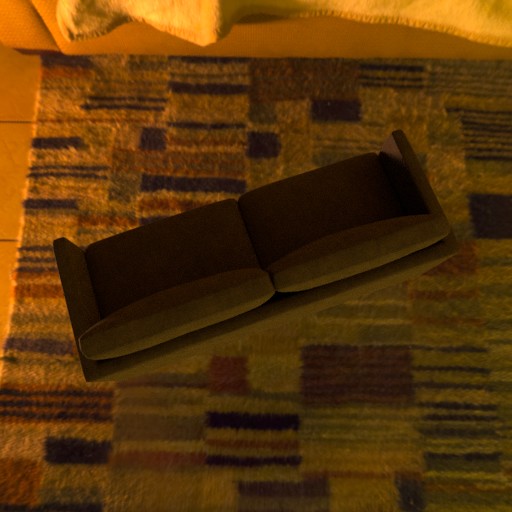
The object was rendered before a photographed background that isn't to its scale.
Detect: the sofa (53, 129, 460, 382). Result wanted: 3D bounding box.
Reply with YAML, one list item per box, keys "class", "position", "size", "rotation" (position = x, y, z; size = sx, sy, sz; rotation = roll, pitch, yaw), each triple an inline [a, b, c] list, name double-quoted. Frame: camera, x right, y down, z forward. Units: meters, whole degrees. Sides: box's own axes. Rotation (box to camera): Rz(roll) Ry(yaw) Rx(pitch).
- class: "sofa"
  position: [0.000, 0.000, 3.037]
  size: [2.434, 0.965, 0.951]
  rotation: [-19, 76, -5]
